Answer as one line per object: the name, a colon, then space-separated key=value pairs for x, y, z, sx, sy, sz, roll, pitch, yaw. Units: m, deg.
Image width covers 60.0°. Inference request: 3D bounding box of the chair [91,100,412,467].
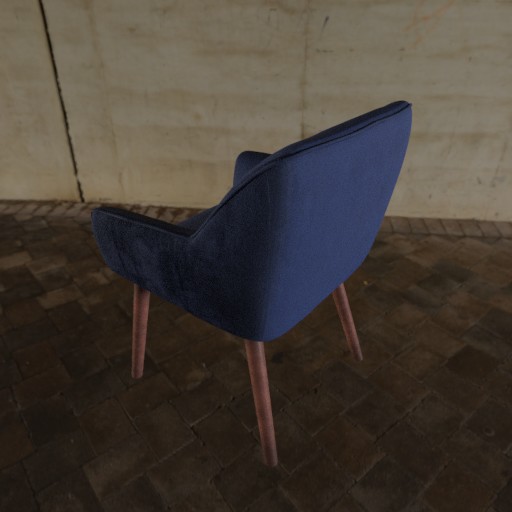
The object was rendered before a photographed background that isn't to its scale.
chair: x=0.000 y=0.000 z=1.203 sx=0.600 sy=0.820 sz=0.600 roll=22 pitch=37 yaw=32
